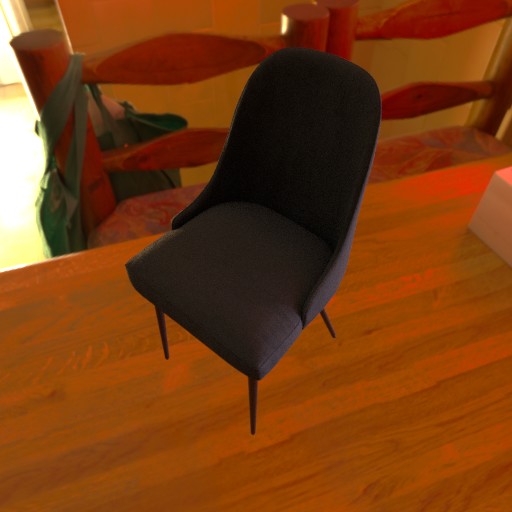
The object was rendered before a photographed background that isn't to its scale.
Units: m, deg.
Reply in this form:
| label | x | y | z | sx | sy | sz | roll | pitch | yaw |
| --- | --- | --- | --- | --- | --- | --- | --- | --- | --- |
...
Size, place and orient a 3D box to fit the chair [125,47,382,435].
| label | x | y | z | sx | sy | sz | roll | pitch | yaw |
| --- | --- | --- | --- | --- | --- | --- | --- | --- | --- |
| chair | 0.000 | 0.000 | 1.201 | 0.478 | 0.896 | 0.559 | 33 | 56 | 26 |
